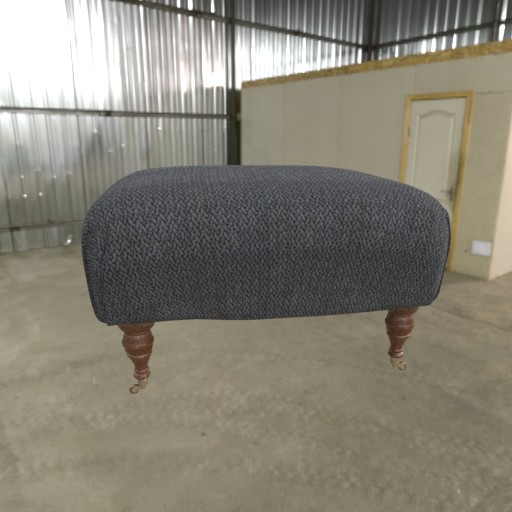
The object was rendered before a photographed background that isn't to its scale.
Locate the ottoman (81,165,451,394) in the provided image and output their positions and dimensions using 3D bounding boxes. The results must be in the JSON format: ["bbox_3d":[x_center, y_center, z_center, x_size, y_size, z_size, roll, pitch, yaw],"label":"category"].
[{"bbox_3d":[0.000,0.000,1.136,0.747,0.450,0.622,-3,16,-9],"label":"ottoman"}]
